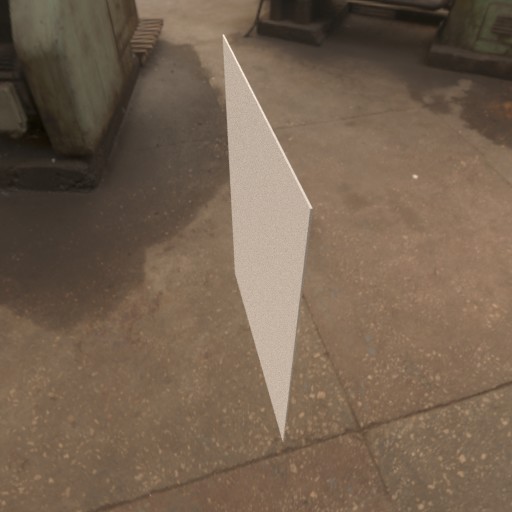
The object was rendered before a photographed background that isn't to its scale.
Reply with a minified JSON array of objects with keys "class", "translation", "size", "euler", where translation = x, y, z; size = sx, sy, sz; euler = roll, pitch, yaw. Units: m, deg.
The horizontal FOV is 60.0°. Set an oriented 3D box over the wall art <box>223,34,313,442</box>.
[{"class":"wall art","translation":[0.000,0.000,0.812],"size":[0.003,0.610,0.457],"euler":[-10,48,-9]}]
